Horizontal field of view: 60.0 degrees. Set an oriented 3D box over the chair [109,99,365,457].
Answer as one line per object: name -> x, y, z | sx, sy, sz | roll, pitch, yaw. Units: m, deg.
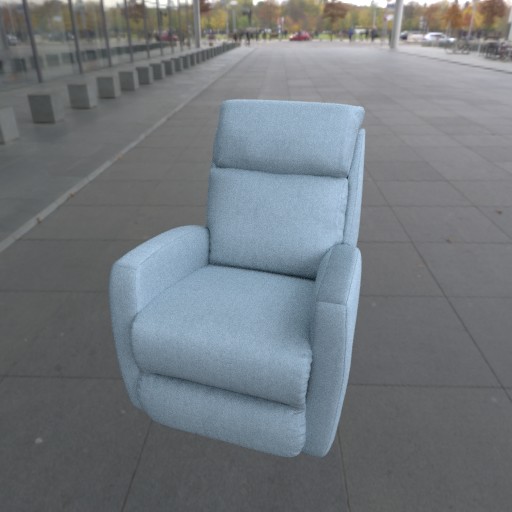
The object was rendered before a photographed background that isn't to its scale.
chair -> 0.000, 0.000, 1.662 | 0.812, 1.013, 0.940 | 8, 28, 16
